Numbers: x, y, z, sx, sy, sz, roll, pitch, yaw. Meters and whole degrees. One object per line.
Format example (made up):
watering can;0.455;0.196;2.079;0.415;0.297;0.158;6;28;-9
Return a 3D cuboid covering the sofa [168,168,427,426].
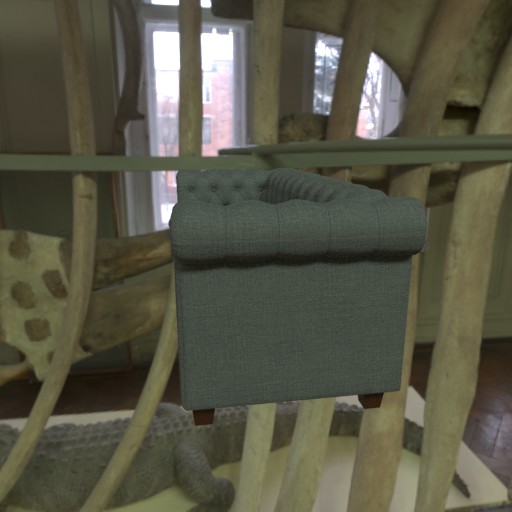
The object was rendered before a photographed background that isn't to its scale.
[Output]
sofa;0.000;0.000;2.214;0.783;0.797;1.798;-2;15;-9
